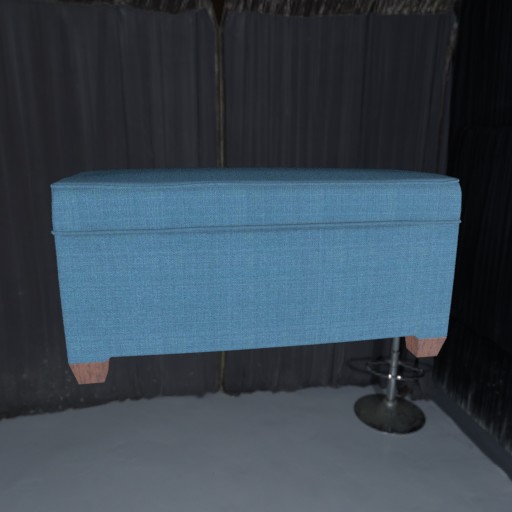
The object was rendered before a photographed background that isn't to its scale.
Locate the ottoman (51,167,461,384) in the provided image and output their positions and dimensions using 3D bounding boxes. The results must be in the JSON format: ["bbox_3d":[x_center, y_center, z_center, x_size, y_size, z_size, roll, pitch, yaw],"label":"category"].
[{"bbox_3d":[0.000,0.000,1.220,0.943,0.474,0.474,-2,14,-9],"label":"ottoman"}]
